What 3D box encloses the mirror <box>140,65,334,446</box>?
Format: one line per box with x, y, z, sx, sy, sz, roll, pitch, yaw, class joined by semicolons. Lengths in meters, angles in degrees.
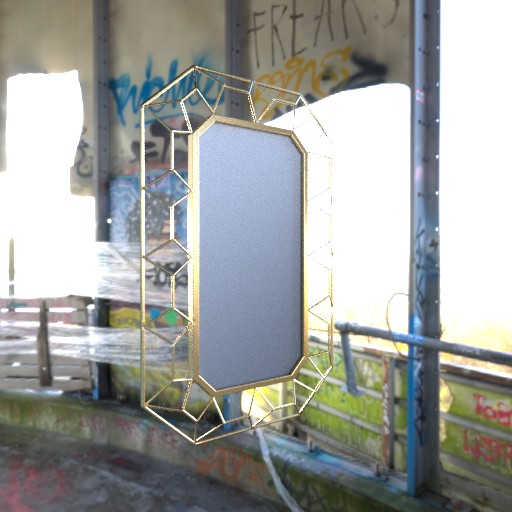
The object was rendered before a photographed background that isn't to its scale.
0.000;0.000;1.087;0.572;0.870;0.051;-1;1;-35;mirror
